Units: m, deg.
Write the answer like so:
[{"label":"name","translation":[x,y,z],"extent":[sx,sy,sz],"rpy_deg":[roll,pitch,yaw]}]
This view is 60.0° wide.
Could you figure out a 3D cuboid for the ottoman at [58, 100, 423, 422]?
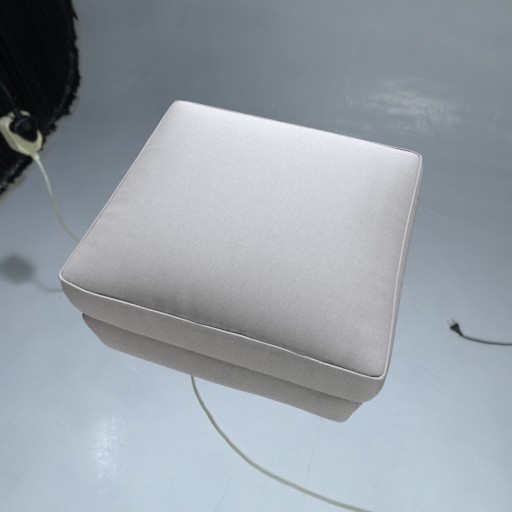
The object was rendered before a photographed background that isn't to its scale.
[{"label":"ottoman","translation":[0.000,0.000,1.178],"extent":[0.721,0.505,0.662],"rpy_deg":[15,58,10]}]
